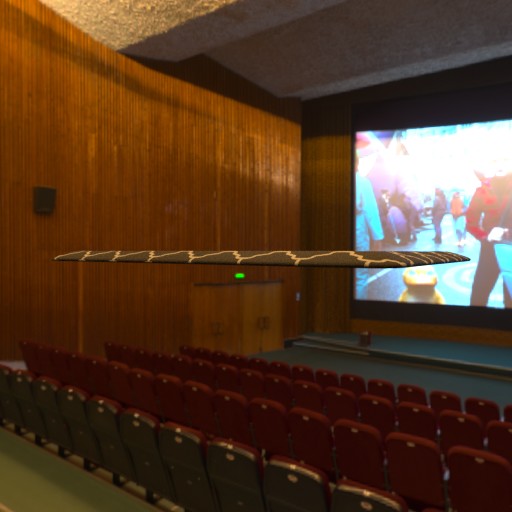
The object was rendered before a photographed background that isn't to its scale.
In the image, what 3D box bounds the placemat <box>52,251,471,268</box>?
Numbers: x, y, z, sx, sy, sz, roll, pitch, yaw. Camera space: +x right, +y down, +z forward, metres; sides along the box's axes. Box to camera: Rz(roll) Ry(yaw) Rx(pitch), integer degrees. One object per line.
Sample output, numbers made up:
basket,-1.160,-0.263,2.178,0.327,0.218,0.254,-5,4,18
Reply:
placemat,0.000,0.000,0.944,0.762,0.021,0.508,0,1,36
